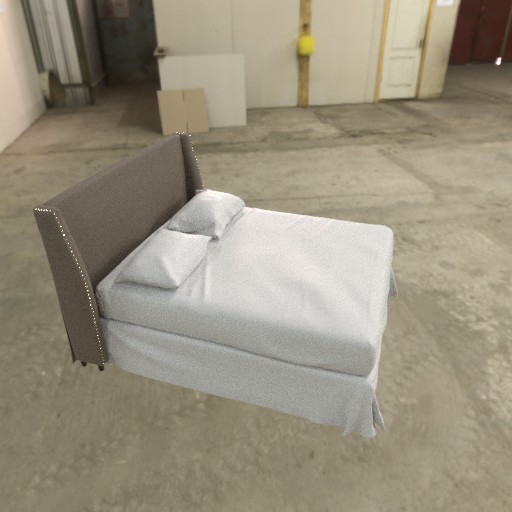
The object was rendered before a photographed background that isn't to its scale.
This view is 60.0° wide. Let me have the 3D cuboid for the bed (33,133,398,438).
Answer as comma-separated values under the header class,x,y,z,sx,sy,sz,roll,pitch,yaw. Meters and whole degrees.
class,x,y,z,sx,sy,sz,roll,pitch,yaw
bed,0.000,0.000,3.489,2.276,1.332,1.925,10,31,16
